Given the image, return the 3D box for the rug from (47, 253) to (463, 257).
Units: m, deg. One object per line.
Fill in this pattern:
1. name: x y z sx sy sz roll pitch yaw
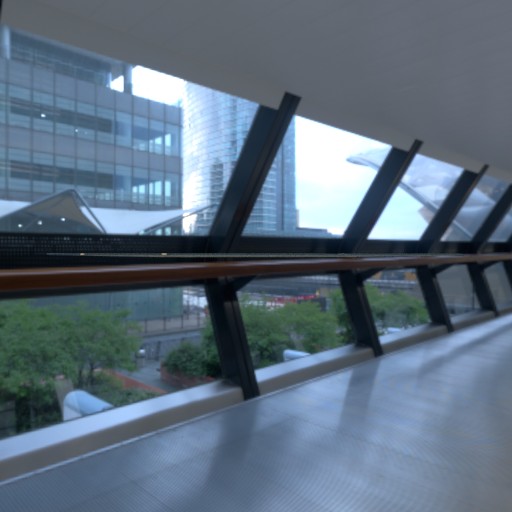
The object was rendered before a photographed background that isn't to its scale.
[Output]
1. rug: 0.000 0.000 3.825 2.277 0.020 2.867 0 0 0
